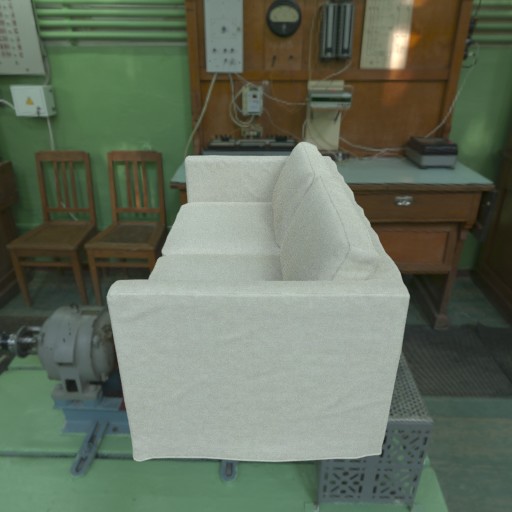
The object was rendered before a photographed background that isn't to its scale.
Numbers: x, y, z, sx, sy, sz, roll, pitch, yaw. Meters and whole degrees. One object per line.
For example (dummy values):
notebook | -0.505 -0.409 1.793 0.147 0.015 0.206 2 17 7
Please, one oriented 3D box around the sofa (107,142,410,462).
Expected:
sofa | 0.000 0.000 2.206 0.962 0.835 1.719 0 27 0
